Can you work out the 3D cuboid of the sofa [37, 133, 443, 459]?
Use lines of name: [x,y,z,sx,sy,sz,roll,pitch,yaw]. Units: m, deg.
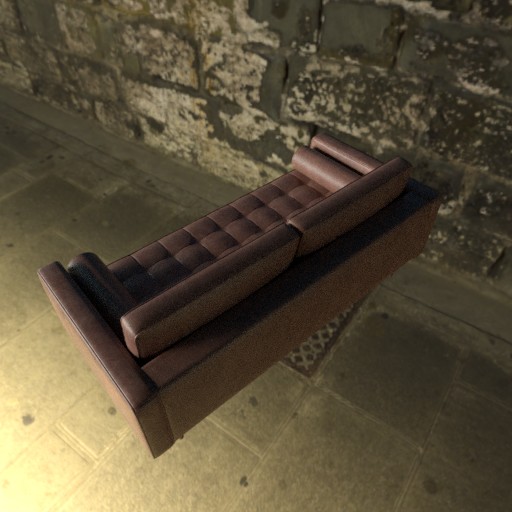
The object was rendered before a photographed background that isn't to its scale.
sofa: [0.000,0.000,2.286,1.870,0.760,0.910,-31,53,-27]
